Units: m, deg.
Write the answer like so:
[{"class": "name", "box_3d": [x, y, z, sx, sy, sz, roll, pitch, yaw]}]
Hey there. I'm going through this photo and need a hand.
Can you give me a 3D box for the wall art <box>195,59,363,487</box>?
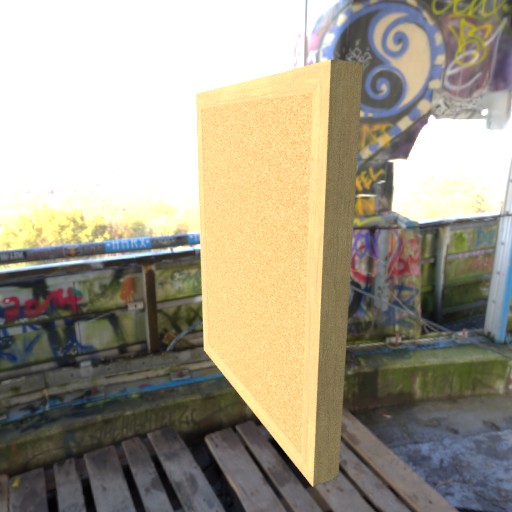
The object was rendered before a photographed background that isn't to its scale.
[{"class": "wall art", "box_3d": [0.000, 0.000, 0.517, 0.030, 0.380, 0.312, -7, 17, -25]}]
